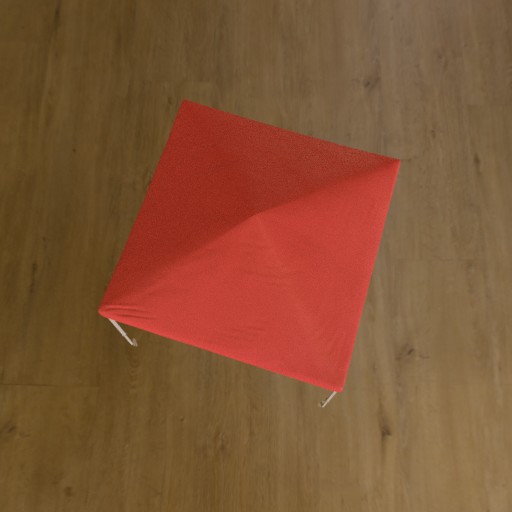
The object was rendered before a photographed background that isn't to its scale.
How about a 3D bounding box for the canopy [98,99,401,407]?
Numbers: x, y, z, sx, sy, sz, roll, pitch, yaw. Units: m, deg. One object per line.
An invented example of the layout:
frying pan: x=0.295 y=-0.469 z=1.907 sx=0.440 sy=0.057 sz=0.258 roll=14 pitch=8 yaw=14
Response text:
canopy: x=0.000 y=0.000 z=6.537 sx=3.600 sy=3.600 sz=3.599 roll=17 pitch=76 yaw=4
